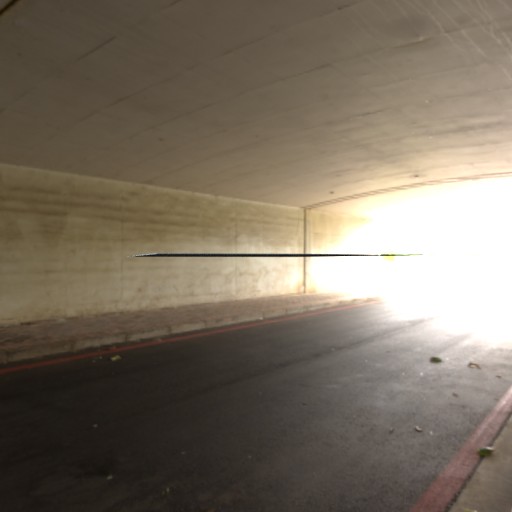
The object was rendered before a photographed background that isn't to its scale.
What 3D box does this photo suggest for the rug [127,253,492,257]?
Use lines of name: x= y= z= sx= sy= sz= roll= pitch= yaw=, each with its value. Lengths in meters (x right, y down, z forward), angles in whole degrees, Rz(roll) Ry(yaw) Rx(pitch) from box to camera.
rug: x=0.000 y=0.000 z=2.293 sx=1.206 sy=0.003 sz=1.835 roll=0 pitch=0 yaw=-19
